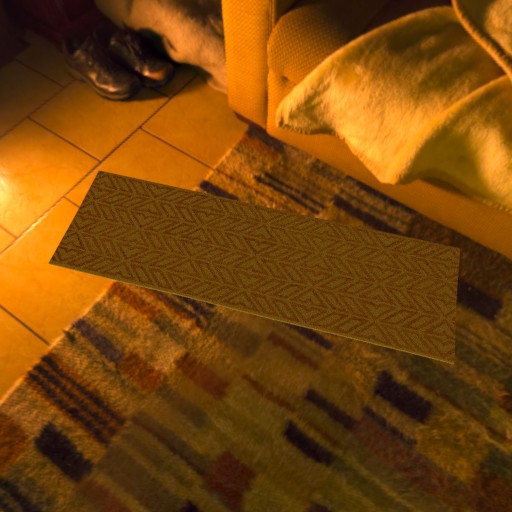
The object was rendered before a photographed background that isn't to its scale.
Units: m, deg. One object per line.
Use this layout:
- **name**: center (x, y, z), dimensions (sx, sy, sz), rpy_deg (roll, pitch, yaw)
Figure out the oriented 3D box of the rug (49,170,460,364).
- **rug**: center (0.000, 0.000, 2.740), dimensions (2.435, 0.009, 0.750), rpy_deg (13, 62, 7)
